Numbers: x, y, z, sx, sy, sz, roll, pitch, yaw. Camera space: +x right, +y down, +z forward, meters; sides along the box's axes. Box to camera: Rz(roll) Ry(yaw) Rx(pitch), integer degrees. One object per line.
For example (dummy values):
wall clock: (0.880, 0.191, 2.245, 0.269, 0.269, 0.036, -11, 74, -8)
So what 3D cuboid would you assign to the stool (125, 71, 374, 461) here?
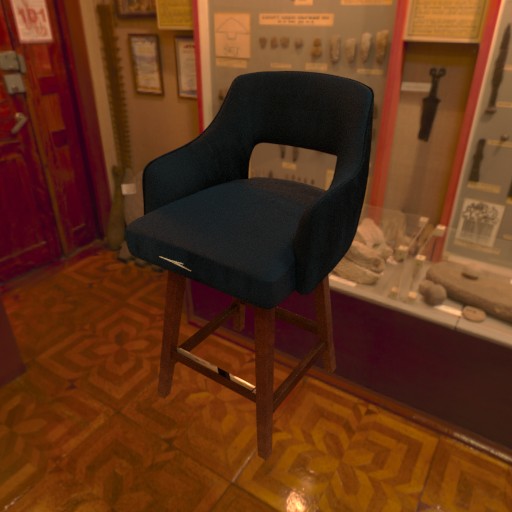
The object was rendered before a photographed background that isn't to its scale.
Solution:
stool: (0.000, 0.000, 1.285, 0.550, 0.940, 0.560, 19, 34, 29)
